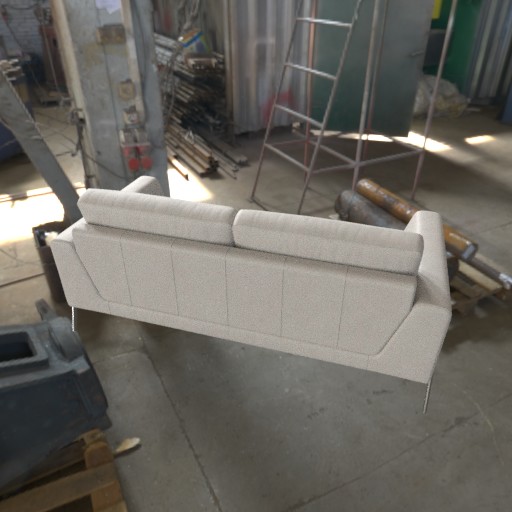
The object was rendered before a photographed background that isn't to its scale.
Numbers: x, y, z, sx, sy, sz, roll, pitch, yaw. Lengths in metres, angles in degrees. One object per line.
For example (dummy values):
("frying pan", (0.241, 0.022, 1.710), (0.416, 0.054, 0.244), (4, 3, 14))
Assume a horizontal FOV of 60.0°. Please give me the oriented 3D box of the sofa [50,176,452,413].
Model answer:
("sofa", (0.000, 0.000, 2.549), (2.017, 0.875, 0.953), (9, 33, 15))
